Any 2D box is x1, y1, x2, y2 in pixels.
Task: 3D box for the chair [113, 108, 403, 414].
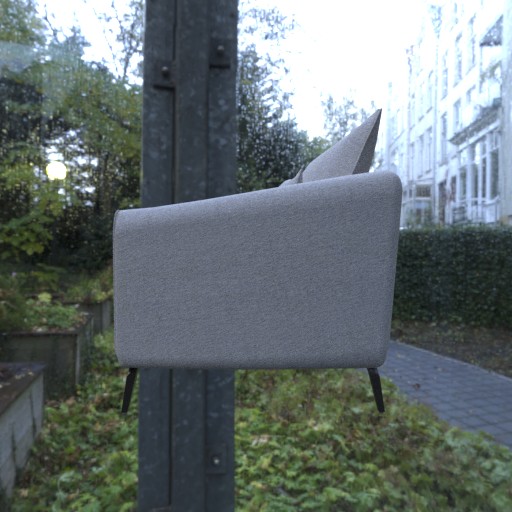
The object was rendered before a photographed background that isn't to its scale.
[{"bbox_3d":[0.000,0.000,1.654,0.801,0.856,1.029,0,0,0],"label":"chair"}]
